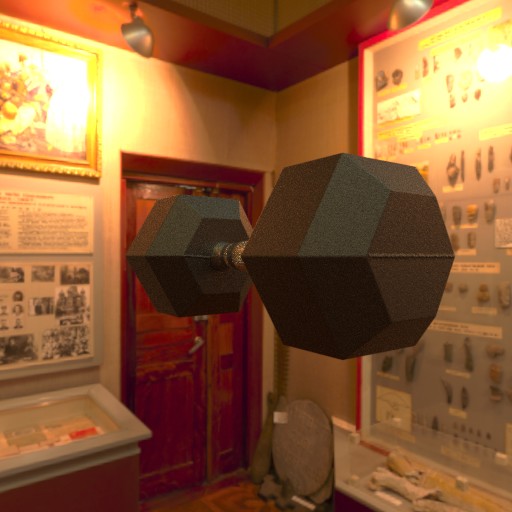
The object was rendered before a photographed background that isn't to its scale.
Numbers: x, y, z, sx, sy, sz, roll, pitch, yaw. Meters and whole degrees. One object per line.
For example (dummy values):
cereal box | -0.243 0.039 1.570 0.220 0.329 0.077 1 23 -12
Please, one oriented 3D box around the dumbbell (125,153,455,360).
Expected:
dumbbell | 0.000 0.000 0.439 0.157 0.137 0.361 0 0 -35
